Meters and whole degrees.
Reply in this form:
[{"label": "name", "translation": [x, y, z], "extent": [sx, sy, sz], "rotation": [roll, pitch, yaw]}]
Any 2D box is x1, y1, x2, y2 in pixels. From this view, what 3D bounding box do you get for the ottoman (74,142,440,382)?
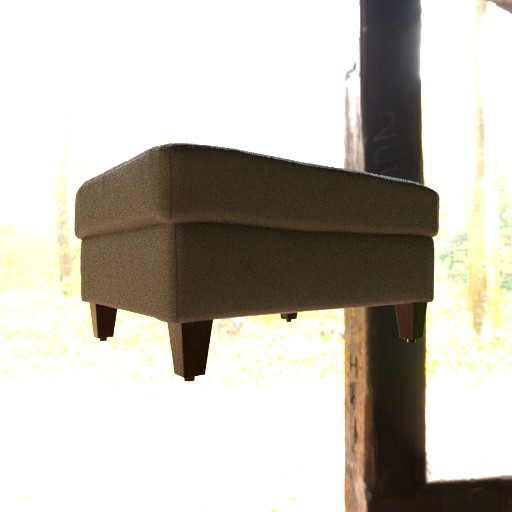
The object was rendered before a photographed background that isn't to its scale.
[{"label": "ottoman", "translation": [0.000, 0.000, 1.328], "extent": [0.902, 0.511, 0.692], "rotation": [1, -1, -36]}]
